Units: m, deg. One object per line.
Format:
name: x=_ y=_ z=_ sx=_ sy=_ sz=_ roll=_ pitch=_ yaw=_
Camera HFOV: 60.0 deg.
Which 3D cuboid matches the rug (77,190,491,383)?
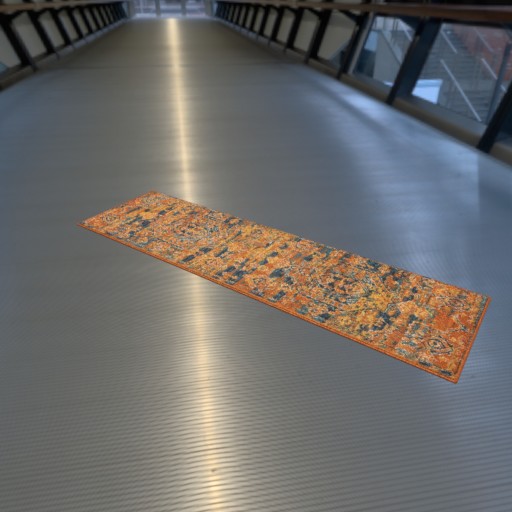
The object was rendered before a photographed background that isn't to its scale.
rug: x=0.000 y=0.000 z=2.433 sx=2.274 sy=0.016 sz=0.651 roll=20 pitch=36 yaw=29
